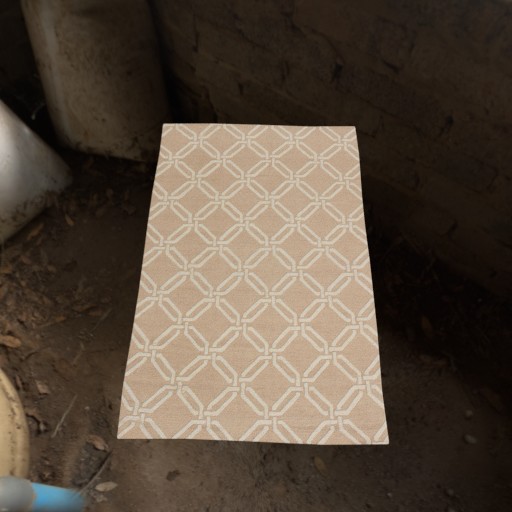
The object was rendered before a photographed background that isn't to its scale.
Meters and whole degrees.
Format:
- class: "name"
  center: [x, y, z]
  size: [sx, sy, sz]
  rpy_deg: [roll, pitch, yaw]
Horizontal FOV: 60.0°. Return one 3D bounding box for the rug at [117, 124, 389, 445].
- class: "rug"
  center: [0.000, 0.000, 2.233]
  size: [1.146, 0.010, 1.745]
  rpy_deg: [1, 63, 0]
